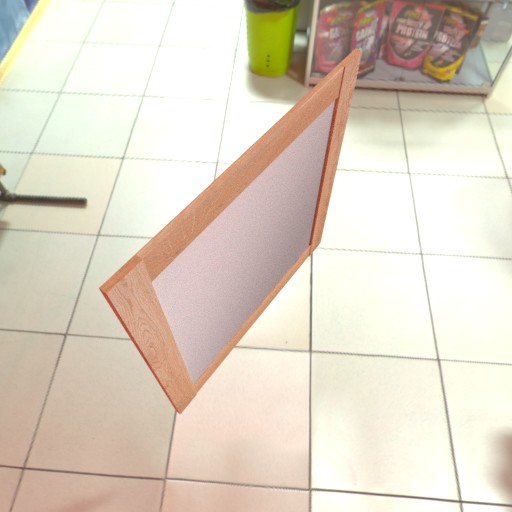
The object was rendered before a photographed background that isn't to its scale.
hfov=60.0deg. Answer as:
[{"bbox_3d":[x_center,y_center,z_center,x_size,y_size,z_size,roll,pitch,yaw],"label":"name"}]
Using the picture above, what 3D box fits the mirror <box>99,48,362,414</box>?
[{"bbox_3d":[0.000,0.000,1.203,0.020,0.800,0.800,33,63,19],"label":"mirror"}]
